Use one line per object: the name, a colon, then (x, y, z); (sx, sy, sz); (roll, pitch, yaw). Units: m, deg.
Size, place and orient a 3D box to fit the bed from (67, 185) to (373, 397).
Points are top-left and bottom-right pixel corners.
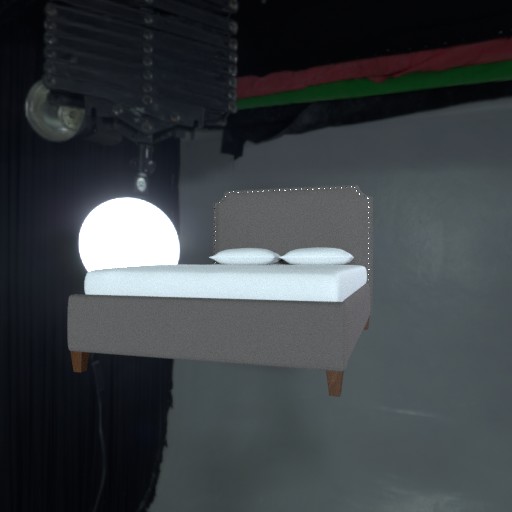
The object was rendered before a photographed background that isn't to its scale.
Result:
bed: (0.000, 0.000, 3.586); (1.713, 1.443, 2.372); (0, 0, 18)
